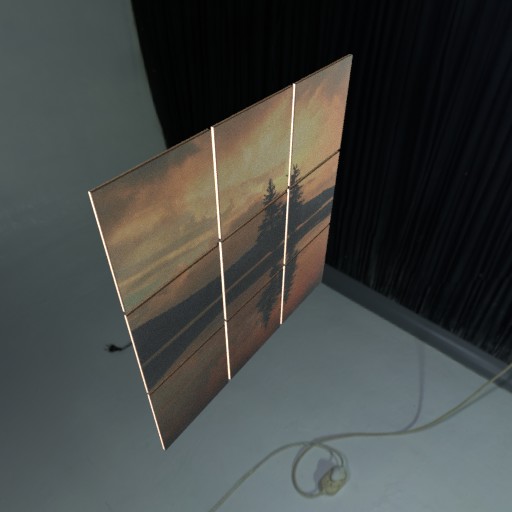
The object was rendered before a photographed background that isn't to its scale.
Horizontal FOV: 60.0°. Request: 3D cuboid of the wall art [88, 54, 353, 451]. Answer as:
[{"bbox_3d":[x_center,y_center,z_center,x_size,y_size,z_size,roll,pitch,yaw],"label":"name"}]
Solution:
[{"bbox_3d":[0.000,0.000,1.743,0.013,1.218,1.216,26,48,27],"label":"wall art"}]
